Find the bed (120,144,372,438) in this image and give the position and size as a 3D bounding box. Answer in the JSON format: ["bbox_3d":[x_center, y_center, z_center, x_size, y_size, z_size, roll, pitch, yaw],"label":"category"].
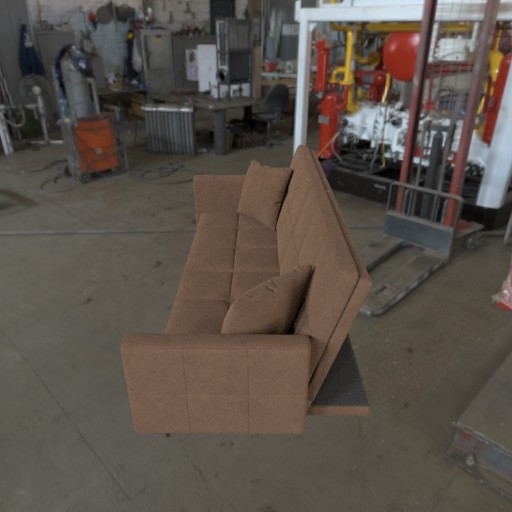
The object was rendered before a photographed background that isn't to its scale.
[{"bbox_3d":[0.000,0.000,2.355,0.889,0.787,1.905,0,27,0],"label":"bed"}]
